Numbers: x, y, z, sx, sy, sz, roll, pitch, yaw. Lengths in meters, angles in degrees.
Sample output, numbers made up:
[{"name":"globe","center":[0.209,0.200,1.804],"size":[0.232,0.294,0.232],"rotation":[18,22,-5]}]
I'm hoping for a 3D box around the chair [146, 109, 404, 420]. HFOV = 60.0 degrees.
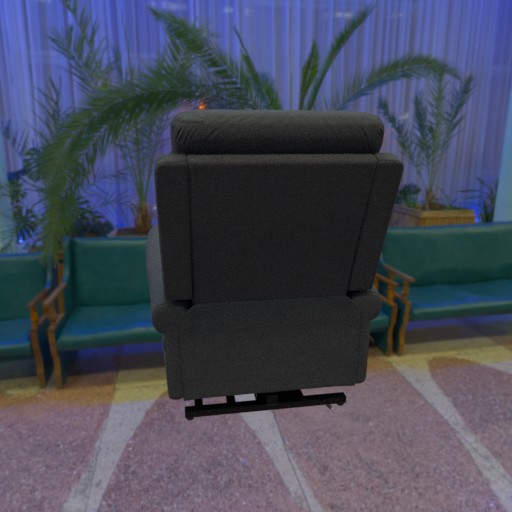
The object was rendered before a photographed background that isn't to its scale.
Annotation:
[{"name":"chair","center":[0.000,0.000,1.721],"size":[0.871,1.031,0.979],"rotation":[-2,15,-9]}]
